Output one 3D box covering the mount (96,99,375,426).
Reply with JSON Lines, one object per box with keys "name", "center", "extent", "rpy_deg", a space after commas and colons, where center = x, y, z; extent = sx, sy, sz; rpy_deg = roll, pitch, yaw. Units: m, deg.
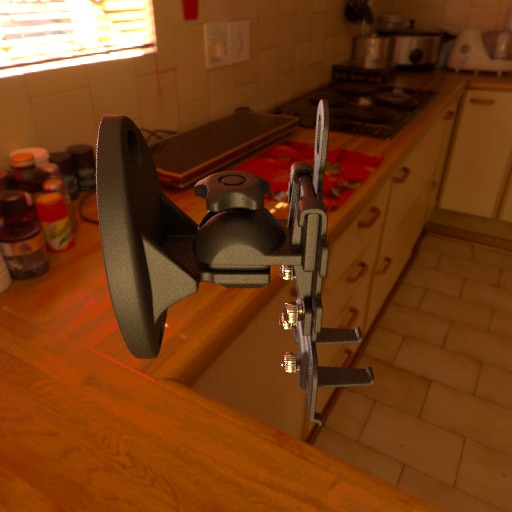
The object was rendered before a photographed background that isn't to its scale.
{"name": "mount", "center": [0.000, 0.000, 0.173], "extent": [0.100, 0.118, 0.066], "rpy_deg": [0, 32, 0]}
